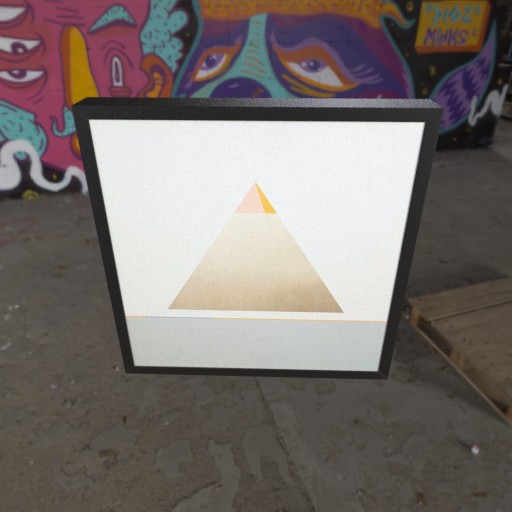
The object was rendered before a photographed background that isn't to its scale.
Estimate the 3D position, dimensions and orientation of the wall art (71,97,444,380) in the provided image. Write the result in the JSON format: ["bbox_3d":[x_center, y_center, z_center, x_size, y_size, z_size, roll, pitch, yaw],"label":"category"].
[{"bbox_3d":[0.000,0.000,0.453,0.304,0.303,0.037,1,30,2],"label":"wall art"}]
